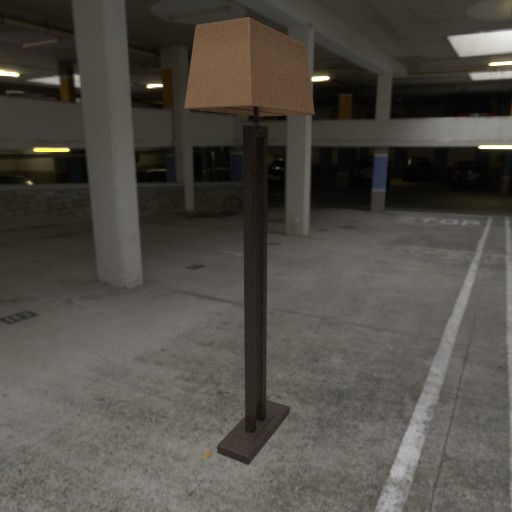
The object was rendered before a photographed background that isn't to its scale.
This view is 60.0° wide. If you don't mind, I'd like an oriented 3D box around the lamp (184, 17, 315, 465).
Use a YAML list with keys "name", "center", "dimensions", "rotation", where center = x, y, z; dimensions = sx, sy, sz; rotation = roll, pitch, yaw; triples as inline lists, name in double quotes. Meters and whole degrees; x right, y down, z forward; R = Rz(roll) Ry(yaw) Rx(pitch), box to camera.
- name: "lamp"
  center: [0.000, 0.000, 1.606]
  dimensions: [0.233, 1.469, 0.475]
  rotation: [8, 16, 28]
